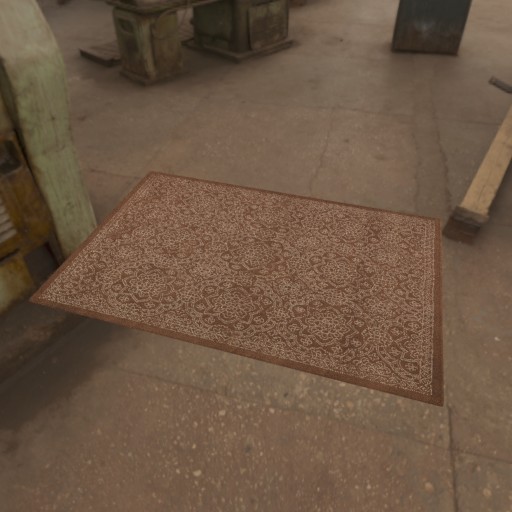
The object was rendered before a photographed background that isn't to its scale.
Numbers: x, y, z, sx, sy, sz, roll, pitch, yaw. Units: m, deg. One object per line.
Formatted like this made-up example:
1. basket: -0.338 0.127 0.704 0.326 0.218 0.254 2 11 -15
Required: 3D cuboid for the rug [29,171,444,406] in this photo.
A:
1. rug: 0.000 0.000 2.281 1.829 0.010 1.219 11 42 13
